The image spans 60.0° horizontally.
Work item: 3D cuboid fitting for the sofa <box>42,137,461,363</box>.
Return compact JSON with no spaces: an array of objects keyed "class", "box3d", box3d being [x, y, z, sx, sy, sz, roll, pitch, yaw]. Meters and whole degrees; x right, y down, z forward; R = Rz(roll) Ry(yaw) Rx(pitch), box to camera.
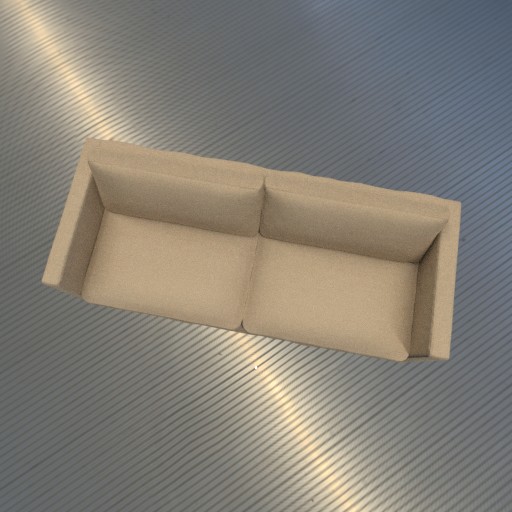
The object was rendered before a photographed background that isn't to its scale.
[{"class":"sofa","box3d":[0.000,0.000,2.805,2.312,0.853,0.962,10,76,3]}]
